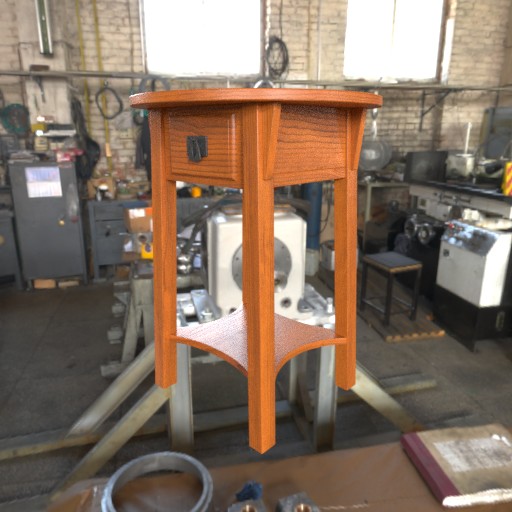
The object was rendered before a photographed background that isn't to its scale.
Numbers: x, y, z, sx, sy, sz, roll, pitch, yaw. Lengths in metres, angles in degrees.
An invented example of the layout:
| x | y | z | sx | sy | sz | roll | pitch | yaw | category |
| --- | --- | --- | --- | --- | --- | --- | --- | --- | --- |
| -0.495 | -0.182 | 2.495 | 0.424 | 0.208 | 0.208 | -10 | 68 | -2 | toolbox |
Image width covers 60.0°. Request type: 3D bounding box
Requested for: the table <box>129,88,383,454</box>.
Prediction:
| x | y | z | sx | sy | sz | roll | pitch | yaw | category |
| --- | --- | --- | --- | --- | --- | --- | --- | --- | --- |
| 0.000 | 0.000 | 0.912 | 0.457 | 0.610 | 0.457 | 0 | 16 | 0 | table |
